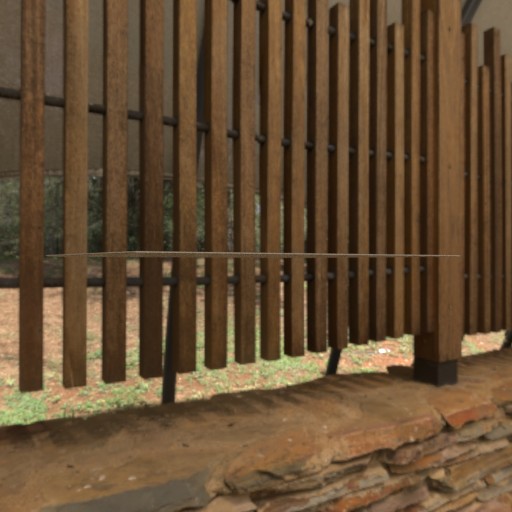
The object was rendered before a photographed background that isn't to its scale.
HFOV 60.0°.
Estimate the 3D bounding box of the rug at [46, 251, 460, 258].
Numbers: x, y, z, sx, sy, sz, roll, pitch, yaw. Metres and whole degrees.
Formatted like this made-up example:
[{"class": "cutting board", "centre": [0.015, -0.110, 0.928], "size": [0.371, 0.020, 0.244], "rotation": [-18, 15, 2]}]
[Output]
[{"class": "rug", "centre": [0.000, 0.000, 3.750], "size": [2.890, 0.013, 2.005], "rotation": [0, -1, -36]}]
